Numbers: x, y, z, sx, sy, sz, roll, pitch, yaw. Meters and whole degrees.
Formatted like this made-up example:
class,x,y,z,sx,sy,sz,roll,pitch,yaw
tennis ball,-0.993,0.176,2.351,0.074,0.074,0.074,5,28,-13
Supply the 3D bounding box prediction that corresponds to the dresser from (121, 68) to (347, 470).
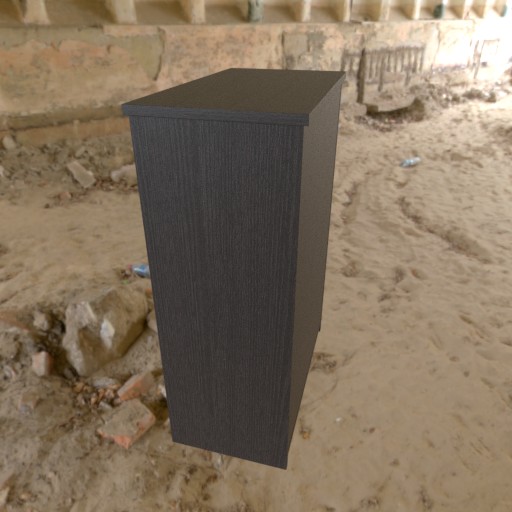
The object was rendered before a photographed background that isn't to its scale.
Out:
class,x,y,z,sx,sy,sz,roll,pitch,yaw
dresser,0.000,0.000,1.398,0.399,1.020,0.704,8,30,14
